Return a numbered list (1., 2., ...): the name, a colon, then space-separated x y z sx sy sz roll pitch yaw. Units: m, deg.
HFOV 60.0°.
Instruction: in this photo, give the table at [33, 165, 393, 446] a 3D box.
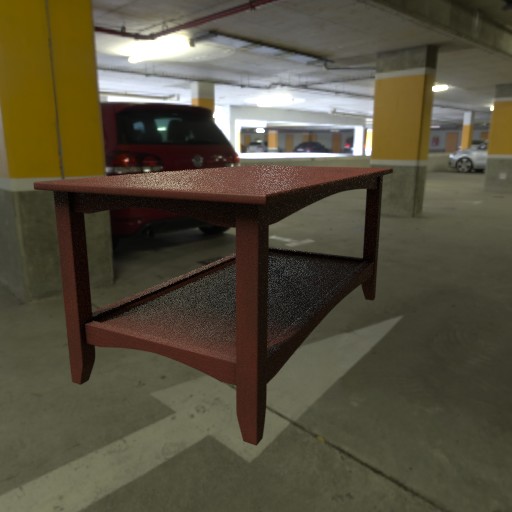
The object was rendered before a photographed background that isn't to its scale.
1. table: 0.000 0.000 1.242 0.533 0.456 0.943 7 16 27
